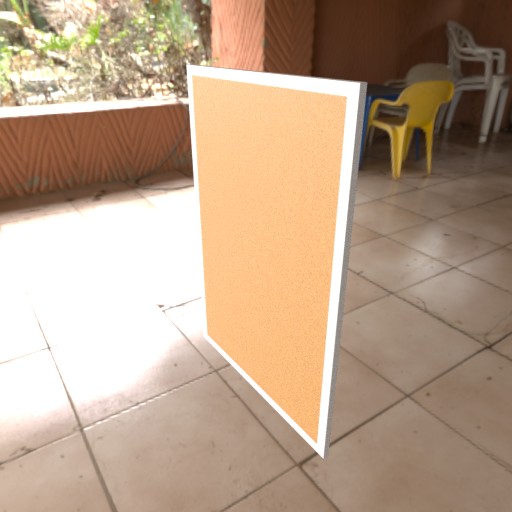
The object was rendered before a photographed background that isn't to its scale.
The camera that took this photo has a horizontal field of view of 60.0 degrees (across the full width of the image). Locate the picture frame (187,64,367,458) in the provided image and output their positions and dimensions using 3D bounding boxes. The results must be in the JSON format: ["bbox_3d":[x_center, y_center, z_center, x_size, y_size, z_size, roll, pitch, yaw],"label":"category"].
[{"bbox_3d":[0.000,0.000,0.853,0.013,0.657,0.457,-17,31,-31],"label":"picture frame"}]
